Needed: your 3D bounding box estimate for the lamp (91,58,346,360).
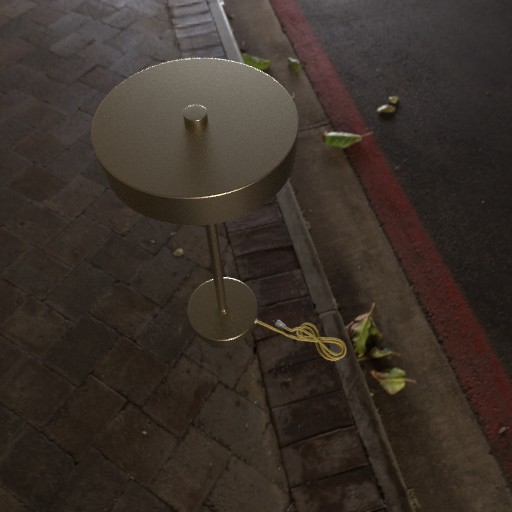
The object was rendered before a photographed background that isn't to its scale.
[{"bbox_3d":[0.000,0.000,0.686,0.369,0.508,0.229,16,58,10],"label":"lamp"}]
